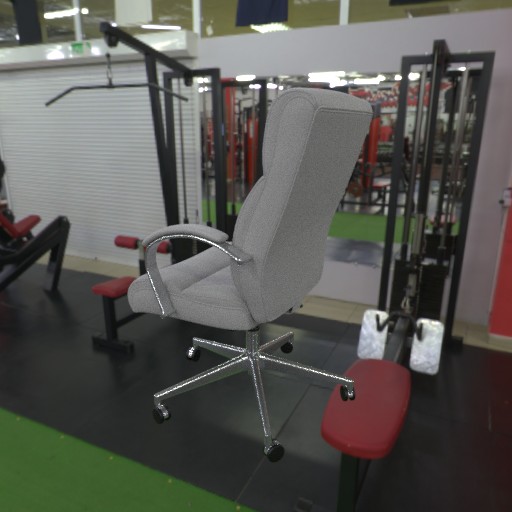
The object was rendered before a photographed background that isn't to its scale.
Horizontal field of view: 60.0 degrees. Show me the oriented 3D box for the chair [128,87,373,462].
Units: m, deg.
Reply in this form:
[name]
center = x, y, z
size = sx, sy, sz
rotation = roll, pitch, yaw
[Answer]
[chair]
center = 0.000, 0.000, 1.604
size = 0.745, 1.099, 0.727
rotation = 9, 18, 27
